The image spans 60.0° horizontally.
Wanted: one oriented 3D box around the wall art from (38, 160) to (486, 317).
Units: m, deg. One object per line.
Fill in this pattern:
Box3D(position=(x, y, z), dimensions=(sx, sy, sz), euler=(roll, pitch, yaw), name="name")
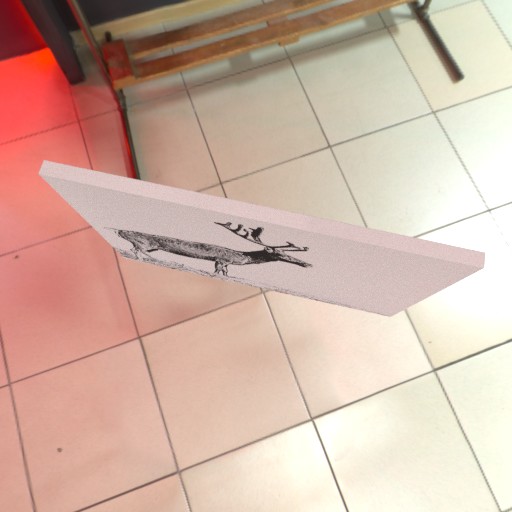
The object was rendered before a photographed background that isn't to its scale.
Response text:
Box3D(position=(0.000, 0.000, 1.178), dimensions=(0.906, 0.617, 0.033), euler=(12, 74, 4), name="wall art")
